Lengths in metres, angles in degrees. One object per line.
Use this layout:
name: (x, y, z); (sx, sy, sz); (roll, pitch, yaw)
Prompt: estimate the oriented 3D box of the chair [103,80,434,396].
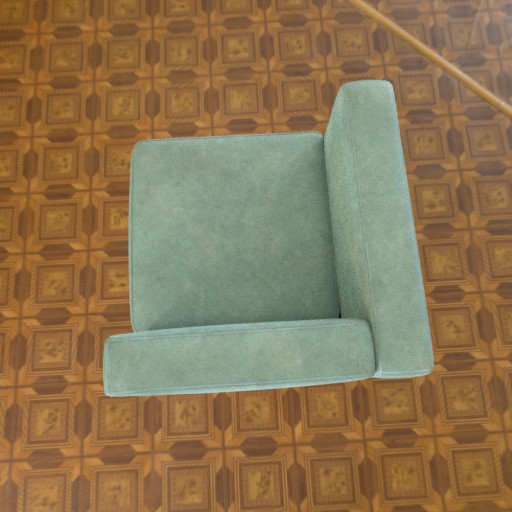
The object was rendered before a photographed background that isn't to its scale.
chair: (0.000, 0.000, 1.238); (0.684, 0.660, 0.691); (-3, 77, -1)
